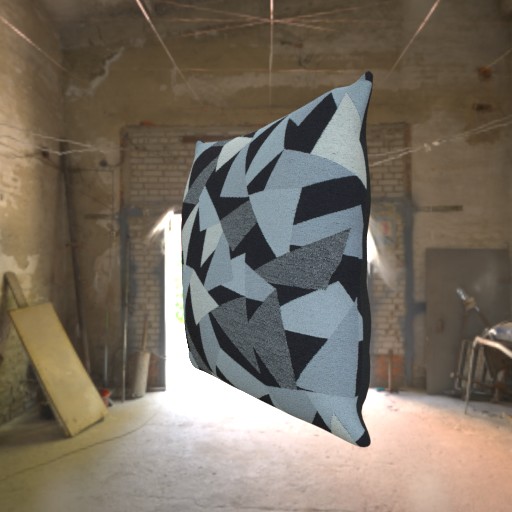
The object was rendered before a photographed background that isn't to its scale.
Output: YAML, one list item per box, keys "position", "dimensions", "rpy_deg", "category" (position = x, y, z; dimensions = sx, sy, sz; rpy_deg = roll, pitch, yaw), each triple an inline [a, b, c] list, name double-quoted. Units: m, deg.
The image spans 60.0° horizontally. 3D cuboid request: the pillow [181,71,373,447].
- position: [0.000, 0.000, 0.772]
  dimensions: [0.208, 0.496, 0.503]
  rpy_deg: [0, 1, -34]
  category: "pillow"
